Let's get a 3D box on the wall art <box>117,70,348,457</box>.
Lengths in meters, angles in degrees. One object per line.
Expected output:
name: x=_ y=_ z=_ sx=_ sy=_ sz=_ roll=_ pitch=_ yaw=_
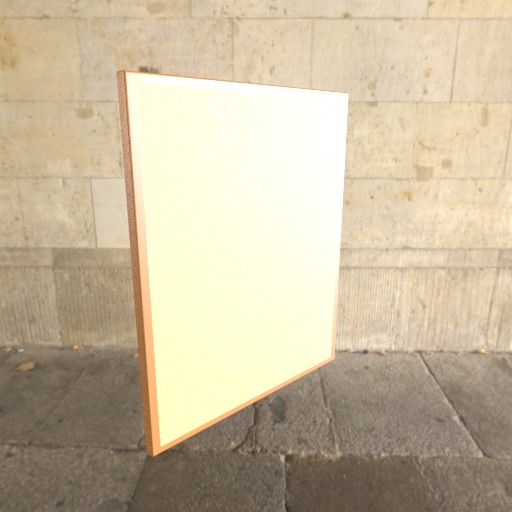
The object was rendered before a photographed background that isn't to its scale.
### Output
wall art: x=0.000 y=0.000 z=0.757 sx=0.449 sy=0.550 sz=0.021 roll=-14 pitch=21 yaw=-41
